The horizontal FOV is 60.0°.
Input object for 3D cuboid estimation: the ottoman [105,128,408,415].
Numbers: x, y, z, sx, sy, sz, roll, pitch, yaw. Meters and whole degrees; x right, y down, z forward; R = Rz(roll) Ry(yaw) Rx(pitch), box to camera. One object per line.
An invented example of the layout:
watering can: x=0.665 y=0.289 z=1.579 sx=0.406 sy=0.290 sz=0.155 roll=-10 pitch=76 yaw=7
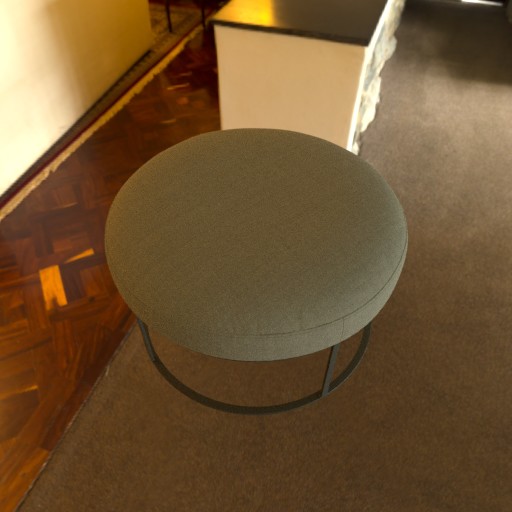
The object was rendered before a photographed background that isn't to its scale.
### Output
ottoman: x=0.000 y=0.000 z=1.257 sx=0.772 sy=0.460 sz=0.772 roll=0 pitch=47 yaw=0
